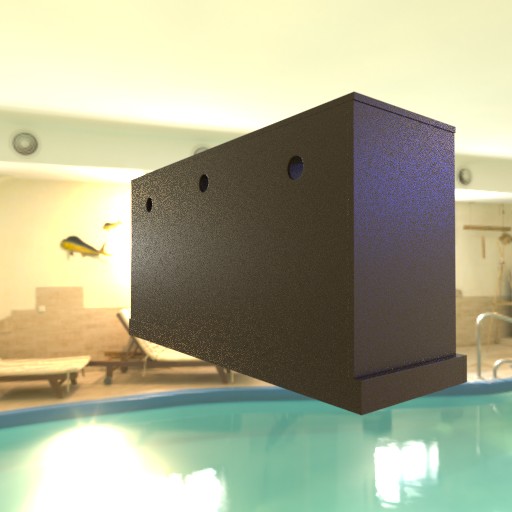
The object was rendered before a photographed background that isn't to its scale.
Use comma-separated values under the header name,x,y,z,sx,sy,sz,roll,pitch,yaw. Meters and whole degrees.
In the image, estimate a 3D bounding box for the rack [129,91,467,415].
name,x,y,z,sx,sy,sz,roll,pitch,yaw
rack,0.000,0.000,1.463,0.399,0.635,1.206,1,-1,-37
